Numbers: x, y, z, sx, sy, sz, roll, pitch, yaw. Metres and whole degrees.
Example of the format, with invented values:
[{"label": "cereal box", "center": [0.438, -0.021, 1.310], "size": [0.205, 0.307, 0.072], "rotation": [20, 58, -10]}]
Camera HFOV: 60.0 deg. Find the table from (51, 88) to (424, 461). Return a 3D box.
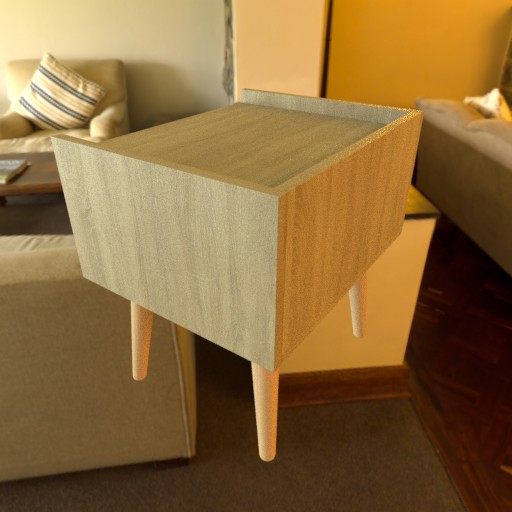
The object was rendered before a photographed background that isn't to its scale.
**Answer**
[{"label": "table", "center": [0.000, 0.000, 0.791], "size": [0.370, 0.470, 0.450], "rotation": [20, 36, 30]}]
